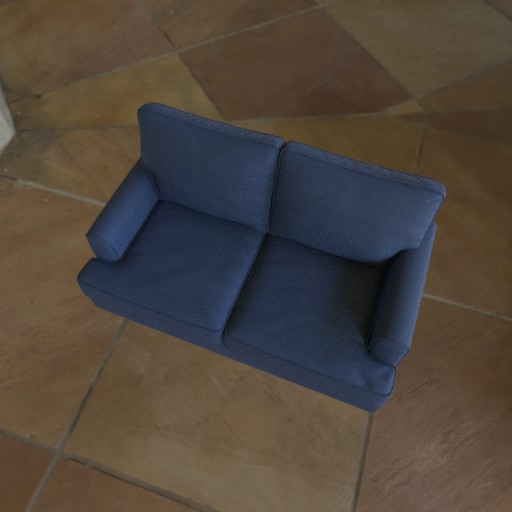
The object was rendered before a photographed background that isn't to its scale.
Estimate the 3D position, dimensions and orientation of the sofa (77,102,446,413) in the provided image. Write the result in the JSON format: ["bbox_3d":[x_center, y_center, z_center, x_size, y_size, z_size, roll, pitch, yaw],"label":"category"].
[{"bbox_3d":[0.000,0.000,2.281,1.651,0.965,0.965,18,61,11],"label":"sofa"}]
